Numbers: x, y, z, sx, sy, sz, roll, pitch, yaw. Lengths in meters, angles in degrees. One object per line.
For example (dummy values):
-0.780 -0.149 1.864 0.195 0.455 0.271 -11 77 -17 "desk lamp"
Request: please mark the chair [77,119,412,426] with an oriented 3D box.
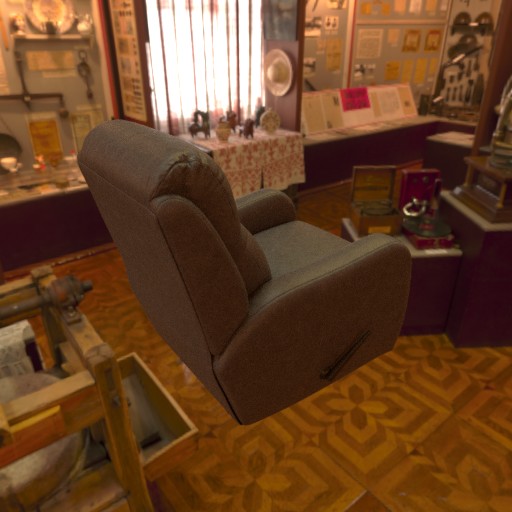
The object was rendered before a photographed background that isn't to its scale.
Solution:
0.000 0.000 1.767 1.067 1.067 0.865 -18 32 -32 "chair"
